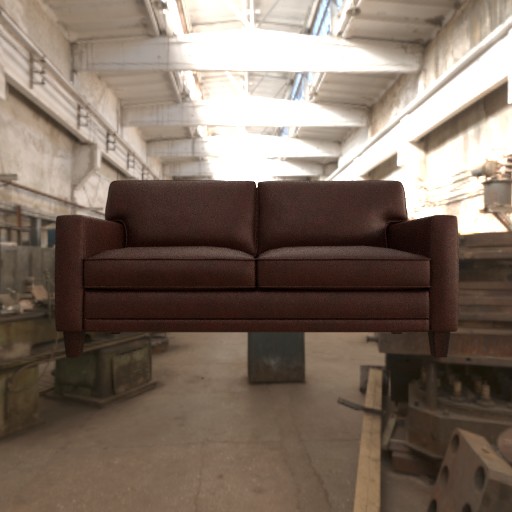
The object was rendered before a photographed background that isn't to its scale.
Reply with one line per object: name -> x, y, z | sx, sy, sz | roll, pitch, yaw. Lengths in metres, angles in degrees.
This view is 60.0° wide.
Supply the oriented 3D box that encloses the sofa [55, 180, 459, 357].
sofa -> 0.000, 0.000, 2.400 | 1.876, 0.928, 0.912 | 0, 0, 0
